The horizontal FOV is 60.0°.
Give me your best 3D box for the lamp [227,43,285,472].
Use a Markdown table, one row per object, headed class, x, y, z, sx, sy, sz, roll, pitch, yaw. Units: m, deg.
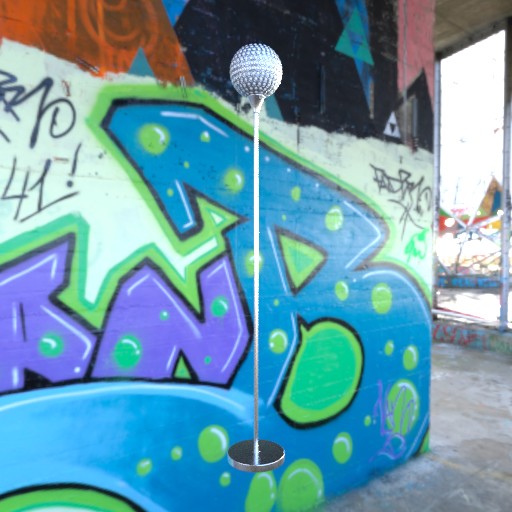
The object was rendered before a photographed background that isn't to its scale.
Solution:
| class | x | y | z | sx | sy | sz | roll | pitch | yaw |
| --- | --- | --- | --- | --- | --- | --- | --- | --- | --- |
| lamp | 0.000 | 0.000 | 1.961 | 0.254 | 1.805 | 0.254 | 0 | 1 | 0 |
